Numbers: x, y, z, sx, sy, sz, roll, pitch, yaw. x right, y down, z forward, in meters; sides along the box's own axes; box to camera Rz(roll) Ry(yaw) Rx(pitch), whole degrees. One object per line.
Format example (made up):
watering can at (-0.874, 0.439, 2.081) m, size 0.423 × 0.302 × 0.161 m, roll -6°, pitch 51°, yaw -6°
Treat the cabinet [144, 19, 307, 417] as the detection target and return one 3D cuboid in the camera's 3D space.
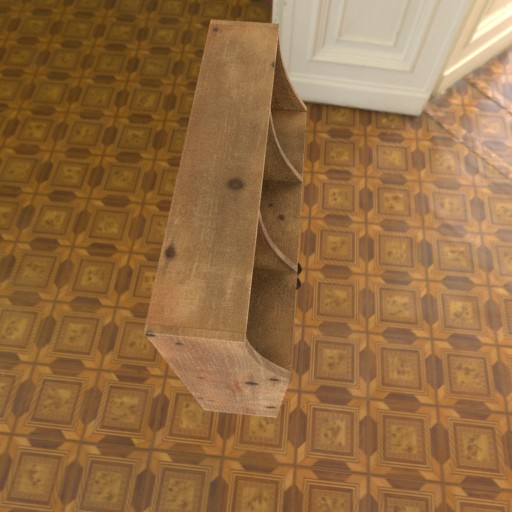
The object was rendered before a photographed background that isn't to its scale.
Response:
cabinet at (0.000, 0.000, 0.821) m, size 0.184 × 0.590 × 0.489 m, roll 5°, pitch 64°, yaw 2°
